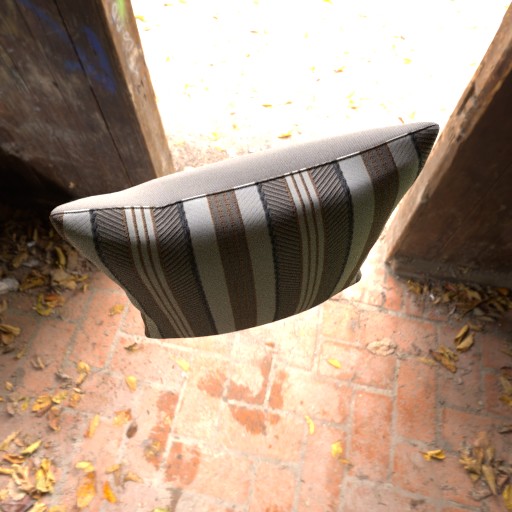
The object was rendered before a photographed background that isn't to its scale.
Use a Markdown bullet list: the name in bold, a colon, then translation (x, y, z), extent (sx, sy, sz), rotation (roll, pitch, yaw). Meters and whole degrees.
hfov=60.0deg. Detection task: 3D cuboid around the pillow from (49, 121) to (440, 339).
- **pillow**: translation (0.000, 0.000, 0.627), extent (0.416, 0.401, 0.173), rotation (-15, 64, -7)
